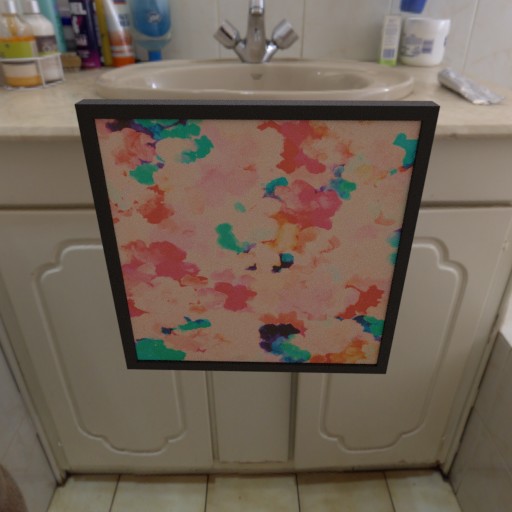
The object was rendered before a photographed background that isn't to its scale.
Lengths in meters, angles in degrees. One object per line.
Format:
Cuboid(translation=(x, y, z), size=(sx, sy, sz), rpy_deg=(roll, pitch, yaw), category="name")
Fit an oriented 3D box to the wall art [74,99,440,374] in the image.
Cuboid(translation=(0.000, 0.000, 0.754), size=(0.506, 0.503, 0.036), rpy_deg=(1, 30, 1), category="wall art")
